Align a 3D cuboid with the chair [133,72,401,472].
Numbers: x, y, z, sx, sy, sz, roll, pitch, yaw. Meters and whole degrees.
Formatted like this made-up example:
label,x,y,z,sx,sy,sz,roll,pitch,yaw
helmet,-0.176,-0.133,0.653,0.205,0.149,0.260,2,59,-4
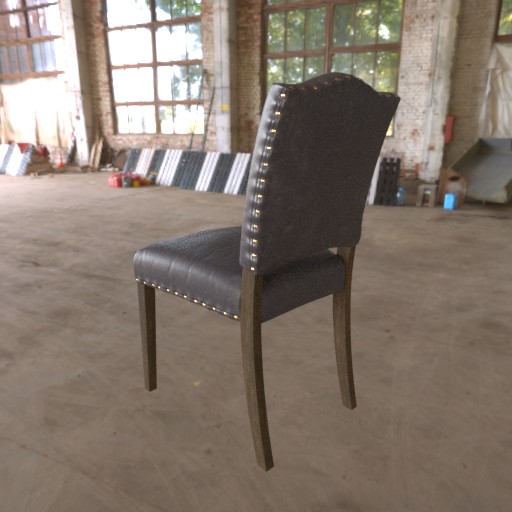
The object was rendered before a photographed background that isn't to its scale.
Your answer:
label,x,y,z,sx,sy,sz,roll,pitch,yaw
chair,0.000,0.000,1.340,0.500,0.991,0.633,-15,22,-41
